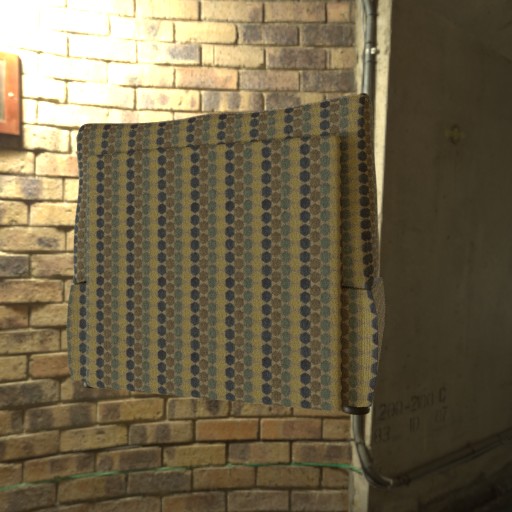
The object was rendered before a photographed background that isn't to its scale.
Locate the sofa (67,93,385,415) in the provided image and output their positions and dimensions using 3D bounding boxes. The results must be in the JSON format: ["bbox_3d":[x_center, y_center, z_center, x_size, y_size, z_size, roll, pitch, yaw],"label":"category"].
[{"bbox_3d":[0.000,0.000,1.690,0.930,0.830,1.000,0,-1,17],"label":"sofa"}]
